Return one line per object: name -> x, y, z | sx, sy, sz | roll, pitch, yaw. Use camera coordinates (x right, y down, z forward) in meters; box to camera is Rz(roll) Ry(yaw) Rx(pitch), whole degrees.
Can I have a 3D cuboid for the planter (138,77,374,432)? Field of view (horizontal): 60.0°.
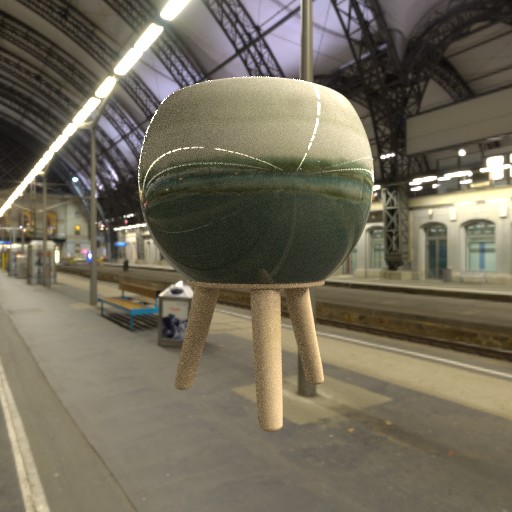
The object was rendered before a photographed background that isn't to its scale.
planter -> 0.000, 0.000, 0.431 | 0.222, 0.278, 0.222 | 0, 0, 0
